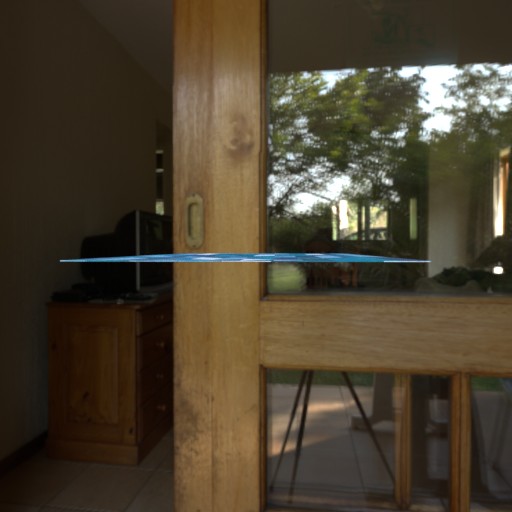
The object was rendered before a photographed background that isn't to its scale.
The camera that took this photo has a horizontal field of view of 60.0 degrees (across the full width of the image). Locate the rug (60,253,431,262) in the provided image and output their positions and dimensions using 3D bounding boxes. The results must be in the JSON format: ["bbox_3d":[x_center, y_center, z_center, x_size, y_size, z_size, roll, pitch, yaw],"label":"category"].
[{"bbox_3d":[0.000,0.000,3.007,1.528,0.005,2.420,0,1,3],"label":"rug"}]
